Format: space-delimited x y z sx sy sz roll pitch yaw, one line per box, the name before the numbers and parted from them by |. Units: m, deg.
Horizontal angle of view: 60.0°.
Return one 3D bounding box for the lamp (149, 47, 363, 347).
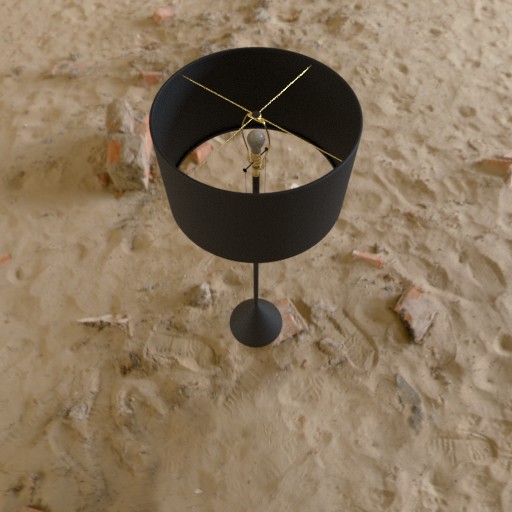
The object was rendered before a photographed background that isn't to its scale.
lamp | 0.000 0.000 1.858 0.580 1.526 0.580 34 65 18
